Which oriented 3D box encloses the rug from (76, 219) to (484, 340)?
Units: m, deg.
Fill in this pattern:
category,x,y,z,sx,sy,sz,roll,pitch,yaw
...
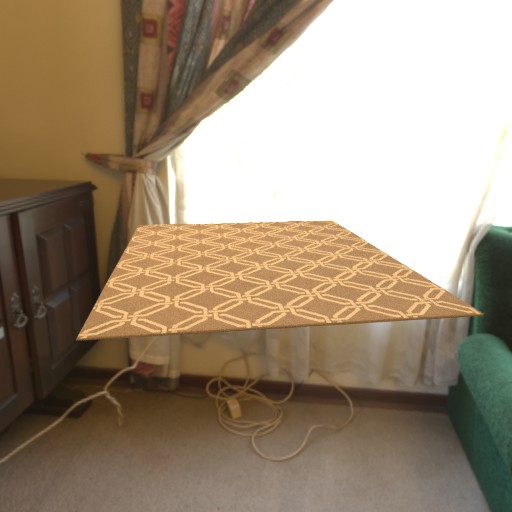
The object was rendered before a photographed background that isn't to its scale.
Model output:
category,x,y,z,sx,sy,sz,roll,pitch,yaw
rug,0.000,0.000,3.816,2.288,0.018,2.895,-2,16,-8
